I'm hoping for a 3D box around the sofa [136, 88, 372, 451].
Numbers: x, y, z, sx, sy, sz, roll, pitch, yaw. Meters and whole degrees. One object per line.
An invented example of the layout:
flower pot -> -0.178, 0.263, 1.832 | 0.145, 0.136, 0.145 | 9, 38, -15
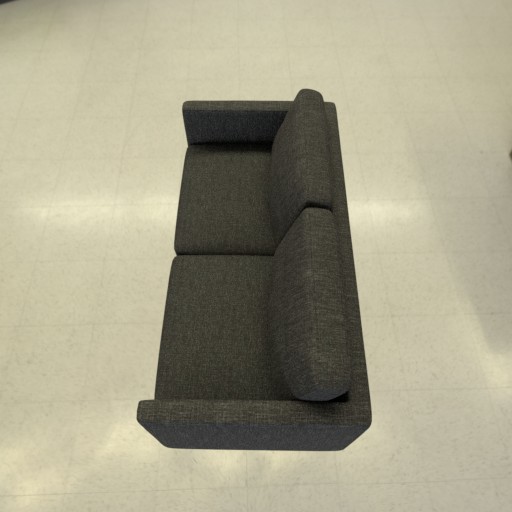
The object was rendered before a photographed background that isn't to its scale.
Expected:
sofa -> 0.000, 0.000, 2.419 | 0.950, 0.963, 1.884 | 1, 59, 0
